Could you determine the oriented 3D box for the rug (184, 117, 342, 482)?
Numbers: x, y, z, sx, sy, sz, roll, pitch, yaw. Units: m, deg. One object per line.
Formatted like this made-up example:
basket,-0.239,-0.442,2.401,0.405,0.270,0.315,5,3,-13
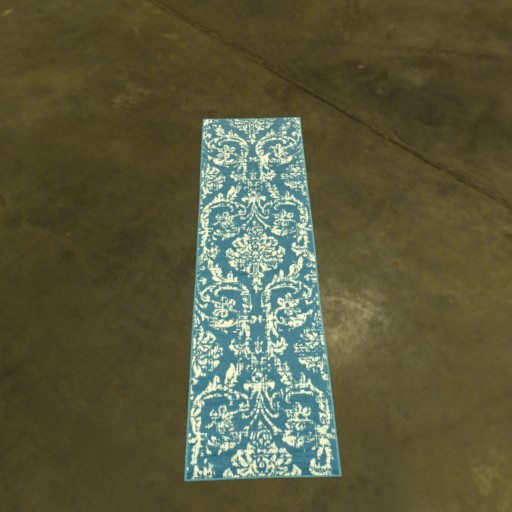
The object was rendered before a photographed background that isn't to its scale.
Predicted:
rug,0.000,0.000,2.430,0.662,0.011,2.196,-1,58,-1
